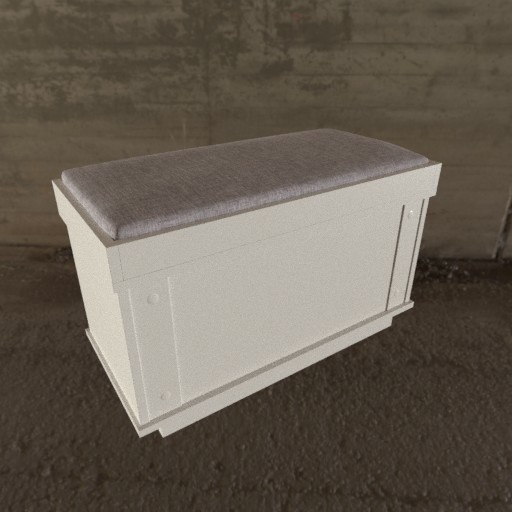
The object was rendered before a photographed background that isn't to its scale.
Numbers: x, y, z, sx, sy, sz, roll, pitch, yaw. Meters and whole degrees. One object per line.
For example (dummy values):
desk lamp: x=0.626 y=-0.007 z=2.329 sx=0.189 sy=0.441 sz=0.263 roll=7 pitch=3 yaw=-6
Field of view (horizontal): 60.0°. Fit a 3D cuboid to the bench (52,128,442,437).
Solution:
bench: x=0.000 y=0.000 z=1.016 sx=0.734 sy=0.461 sz=0.362 roll=-17 pitch=33 yaw=-29
